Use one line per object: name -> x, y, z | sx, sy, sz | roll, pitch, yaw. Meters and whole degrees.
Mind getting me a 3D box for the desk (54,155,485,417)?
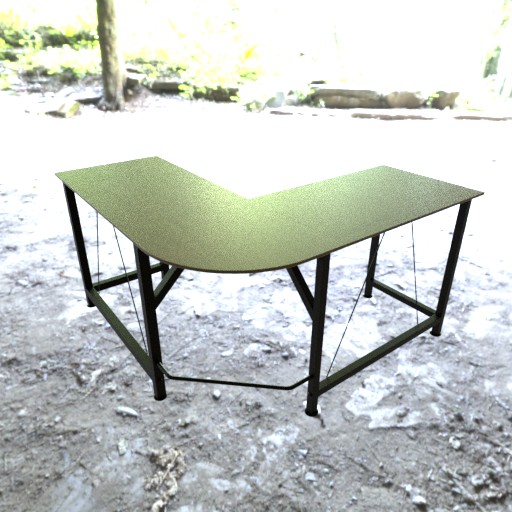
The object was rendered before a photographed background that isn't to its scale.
desk -> 0.000, 0.000, 2.198 | 1.400, 0.762, 1.400 | -19, 33, -32
